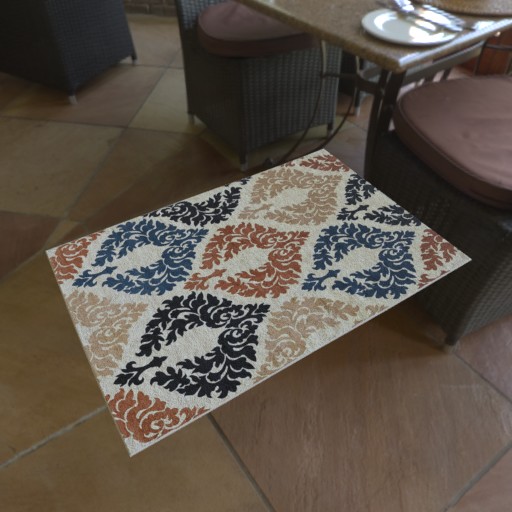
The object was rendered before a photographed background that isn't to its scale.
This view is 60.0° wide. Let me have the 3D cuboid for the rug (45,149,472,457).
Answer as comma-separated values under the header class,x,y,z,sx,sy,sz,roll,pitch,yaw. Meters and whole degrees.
class,x,y,z,sx,sy,sz,roll,pitch,yaw
rug,0.000,0.000,2.822,2.275,0.014,1.514,-24,51,-22
